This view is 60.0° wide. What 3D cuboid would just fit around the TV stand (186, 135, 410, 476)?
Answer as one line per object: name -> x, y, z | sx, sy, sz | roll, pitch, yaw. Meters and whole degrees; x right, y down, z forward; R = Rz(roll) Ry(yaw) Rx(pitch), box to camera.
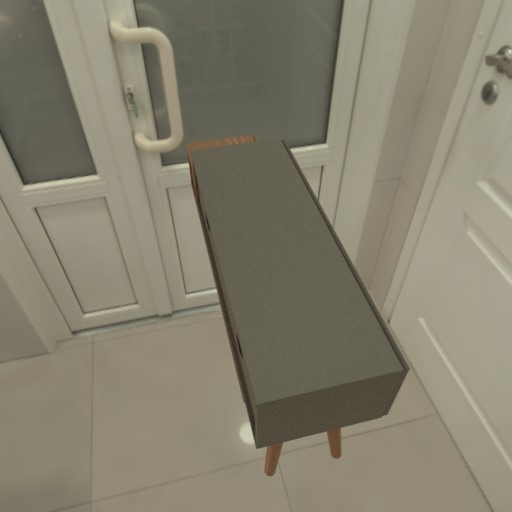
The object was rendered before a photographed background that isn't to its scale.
TV stand -> 0.000, 0.000, 1.548 | 0.329, 0.591, 1.336 | -10, 47, -10
